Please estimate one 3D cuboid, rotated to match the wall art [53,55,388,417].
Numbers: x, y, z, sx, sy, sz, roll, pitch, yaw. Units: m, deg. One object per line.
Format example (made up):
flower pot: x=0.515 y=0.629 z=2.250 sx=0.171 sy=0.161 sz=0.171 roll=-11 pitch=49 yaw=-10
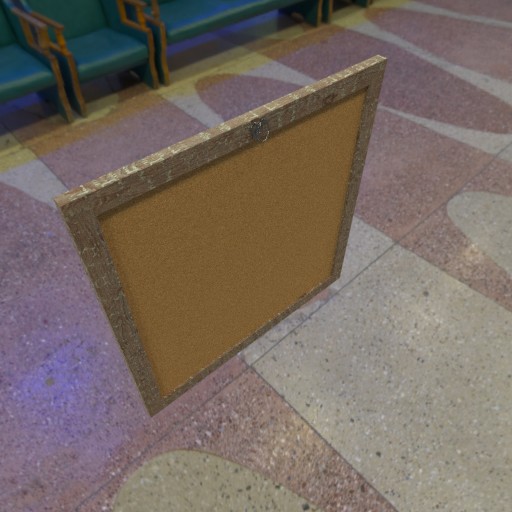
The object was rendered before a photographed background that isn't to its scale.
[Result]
wall art: x=0.000 y=0.000 z=0.548 sx=0.380 sy=0.380 sz=0.022 roll=-32 pitch=55 yaw=-26
